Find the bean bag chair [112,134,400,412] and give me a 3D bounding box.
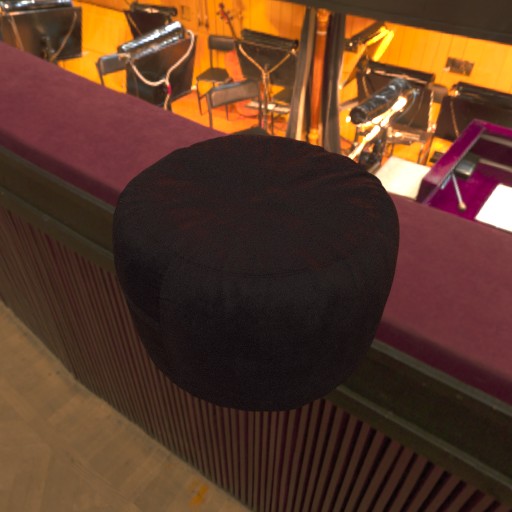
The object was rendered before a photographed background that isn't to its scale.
[{"bbox_3d":[0.000,0.000,2.038,1.219,0.762,1.219,0,42,0],"label":"bean bag chair"}]
